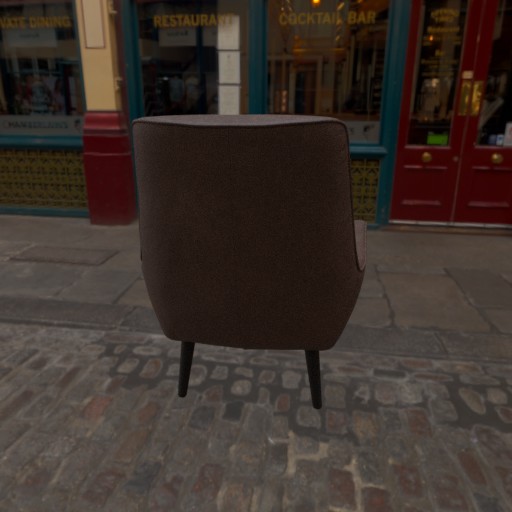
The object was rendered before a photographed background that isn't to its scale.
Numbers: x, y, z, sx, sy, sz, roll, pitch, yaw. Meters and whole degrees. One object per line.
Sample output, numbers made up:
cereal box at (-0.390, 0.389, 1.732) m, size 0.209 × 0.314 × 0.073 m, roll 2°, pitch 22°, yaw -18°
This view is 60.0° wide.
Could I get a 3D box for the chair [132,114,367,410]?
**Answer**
chair at (0.000, 0.000, 1.471) m, size 0.787 × 0.888 × 0.824 m, roll 2°, pitch 17°, yaw 8°
